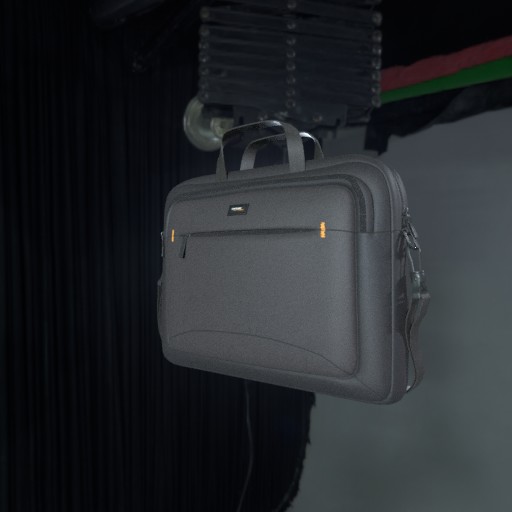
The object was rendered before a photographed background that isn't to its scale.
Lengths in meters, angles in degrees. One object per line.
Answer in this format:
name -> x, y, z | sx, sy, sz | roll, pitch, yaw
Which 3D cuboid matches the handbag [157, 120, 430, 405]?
handbag -> 0.000, 0.000, 0.585 | 0.429, 0.330, 0.126 | 0, 0, 36
